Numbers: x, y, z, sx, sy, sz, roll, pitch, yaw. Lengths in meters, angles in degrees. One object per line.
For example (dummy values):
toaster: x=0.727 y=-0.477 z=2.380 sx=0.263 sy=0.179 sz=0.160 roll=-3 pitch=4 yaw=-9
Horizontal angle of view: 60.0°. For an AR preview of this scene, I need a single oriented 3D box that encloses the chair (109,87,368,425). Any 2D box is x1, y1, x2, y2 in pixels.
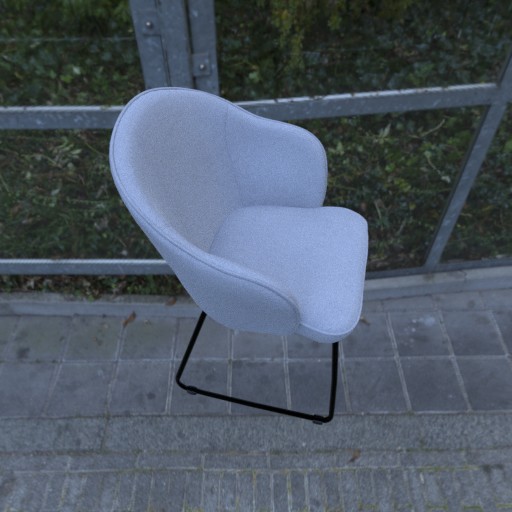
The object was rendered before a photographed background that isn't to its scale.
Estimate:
chair: x=0.000 y=0.000 z=1.214 sx=0.592 sy=0.817 sz=0.570 roll=9 pitch=48 yaw=8
